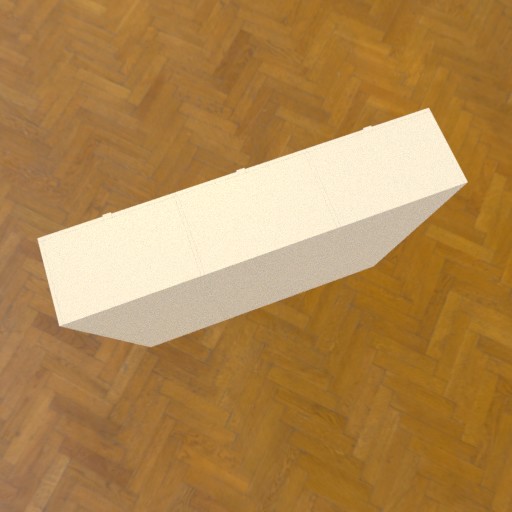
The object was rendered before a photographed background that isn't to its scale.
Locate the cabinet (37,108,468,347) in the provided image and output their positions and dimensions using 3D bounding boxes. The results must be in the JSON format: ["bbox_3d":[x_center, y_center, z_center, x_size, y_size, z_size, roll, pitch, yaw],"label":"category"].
[{"bbox_3d":[0.000,0.000,3.965,2.700,2.370,0.590,-19,76,-5],"label":"cabinet"}]
